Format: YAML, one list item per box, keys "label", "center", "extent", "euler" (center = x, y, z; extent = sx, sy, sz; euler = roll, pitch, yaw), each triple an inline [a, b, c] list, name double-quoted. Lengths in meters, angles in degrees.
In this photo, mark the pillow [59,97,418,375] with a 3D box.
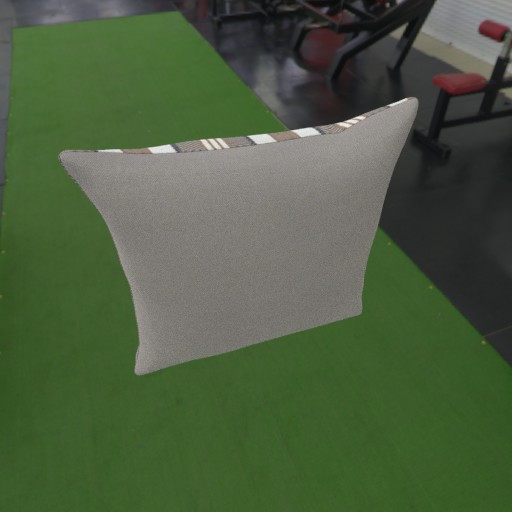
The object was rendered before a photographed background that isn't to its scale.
- label: "pillow"
  center: [0.000, 0.000, 0.622]
  extent: [0.416, 0.401, 0.173]
  euler: [-13, 44, -14]
